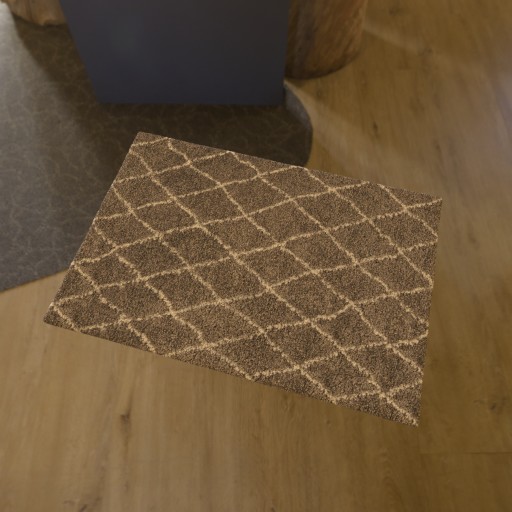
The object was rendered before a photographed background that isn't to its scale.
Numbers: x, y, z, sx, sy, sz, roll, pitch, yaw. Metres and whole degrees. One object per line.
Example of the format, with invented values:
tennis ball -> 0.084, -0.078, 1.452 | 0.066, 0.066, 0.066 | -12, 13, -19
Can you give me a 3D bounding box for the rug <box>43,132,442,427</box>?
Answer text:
rug -> 0.000, 0.000, 2.269 | 1.778, 0.030, 1.219 | 14, 64, 7
